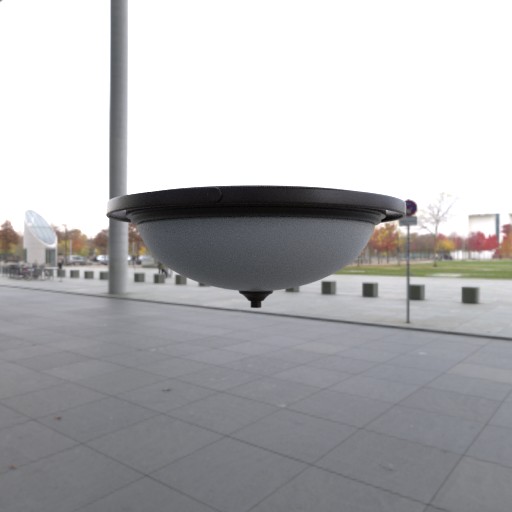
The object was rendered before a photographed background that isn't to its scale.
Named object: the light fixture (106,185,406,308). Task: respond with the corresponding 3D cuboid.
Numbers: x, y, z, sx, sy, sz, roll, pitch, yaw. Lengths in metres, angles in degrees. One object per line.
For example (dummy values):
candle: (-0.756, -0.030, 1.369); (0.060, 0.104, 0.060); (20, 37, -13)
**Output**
light fixture: (0.000, 0.000, 0.563); (0.361, 0.130, 0.361); (0, 0, 0)
